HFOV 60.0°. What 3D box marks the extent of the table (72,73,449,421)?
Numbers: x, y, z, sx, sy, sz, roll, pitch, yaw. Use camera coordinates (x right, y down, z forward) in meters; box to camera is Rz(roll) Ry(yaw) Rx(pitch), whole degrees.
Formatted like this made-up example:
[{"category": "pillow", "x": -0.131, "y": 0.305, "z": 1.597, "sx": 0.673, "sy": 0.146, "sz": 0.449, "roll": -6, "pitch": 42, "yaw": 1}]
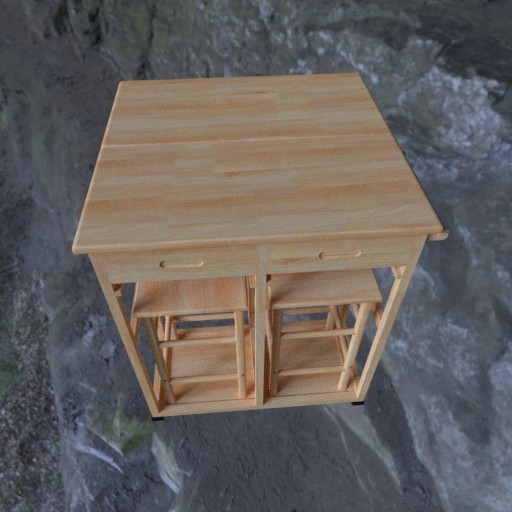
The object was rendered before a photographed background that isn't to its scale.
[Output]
[{"category": "table", "x": 0.000, "y": 0.000, "z": 1.386, "sx": 0.752, "sy": 0.832, "sz": 0.693, "roll": -3, "pitch": 47, "yaw": -3}]
